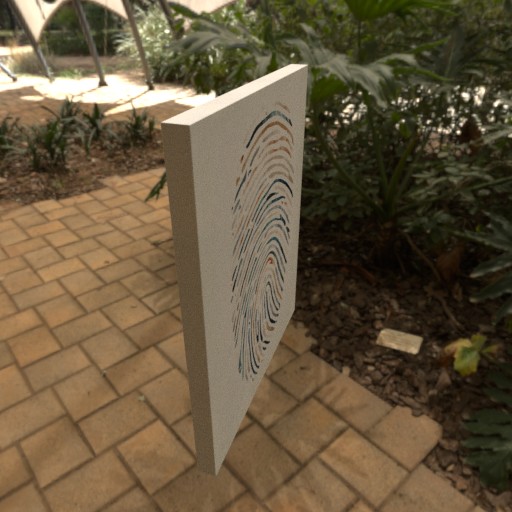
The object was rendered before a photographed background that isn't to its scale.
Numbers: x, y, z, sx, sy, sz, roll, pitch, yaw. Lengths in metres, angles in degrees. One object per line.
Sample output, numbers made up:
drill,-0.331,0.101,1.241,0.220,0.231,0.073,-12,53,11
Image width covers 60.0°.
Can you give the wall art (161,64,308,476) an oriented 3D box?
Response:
wall art,0.000,0.000,0.831,0.037,0.606,0.508,10,32,17
